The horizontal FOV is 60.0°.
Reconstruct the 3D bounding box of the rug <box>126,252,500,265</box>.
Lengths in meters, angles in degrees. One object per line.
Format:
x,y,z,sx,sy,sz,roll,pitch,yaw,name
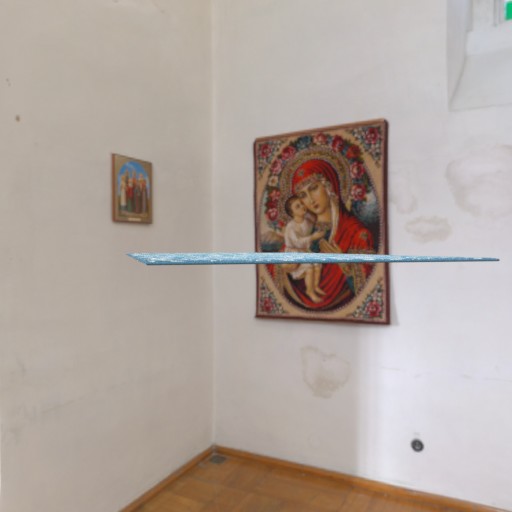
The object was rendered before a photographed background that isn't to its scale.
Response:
0.000,0.000,3.362,1.816,0.018,2.746,0,1,-18,rug
